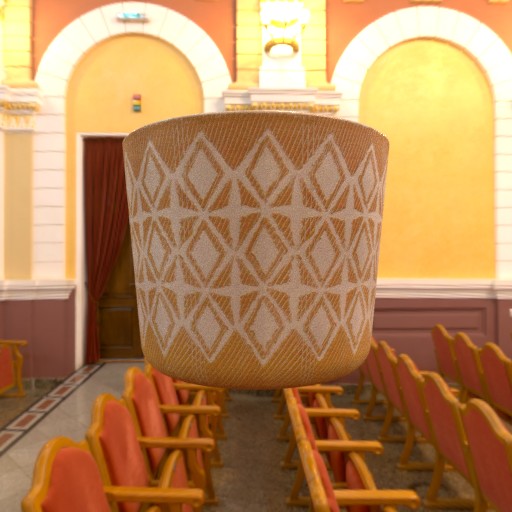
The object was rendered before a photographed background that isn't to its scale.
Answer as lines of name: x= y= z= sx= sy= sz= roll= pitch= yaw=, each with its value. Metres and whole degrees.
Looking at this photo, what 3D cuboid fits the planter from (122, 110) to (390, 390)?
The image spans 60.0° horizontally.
planter: x=0.000 y=0.000 z=0.220 sx=0.126 sy=0.104 sz=0.126 roll=0 pitch=0 yaw=0
